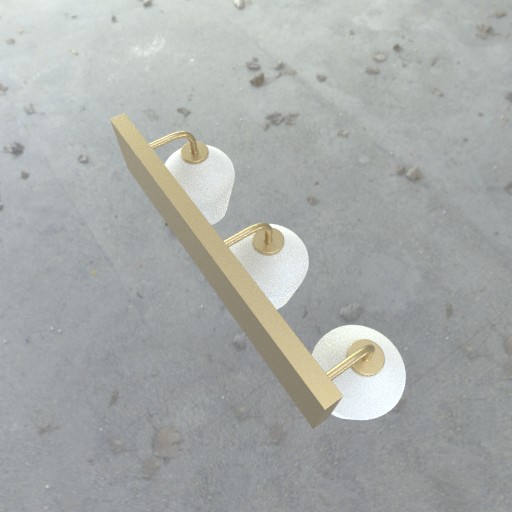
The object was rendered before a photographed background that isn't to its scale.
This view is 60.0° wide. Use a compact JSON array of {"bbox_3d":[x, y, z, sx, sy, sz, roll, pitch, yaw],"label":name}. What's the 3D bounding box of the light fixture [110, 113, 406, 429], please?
[{"bbox_3d":[0.000,0.000,0.728,0.190,0.280,0.609,-30,64,-17],"label":"light fixture"}]
